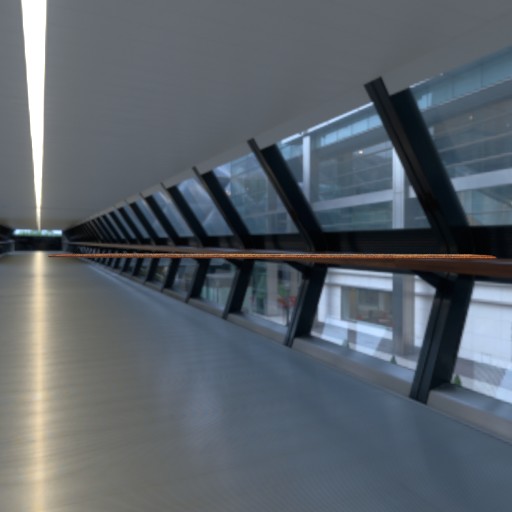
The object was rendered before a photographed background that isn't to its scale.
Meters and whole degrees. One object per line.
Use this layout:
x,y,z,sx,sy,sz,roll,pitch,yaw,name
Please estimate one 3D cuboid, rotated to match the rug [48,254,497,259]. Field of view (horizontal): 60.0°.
0.000,0.000,2.463,2.274,0.016,0.651,0,1,18,rug
